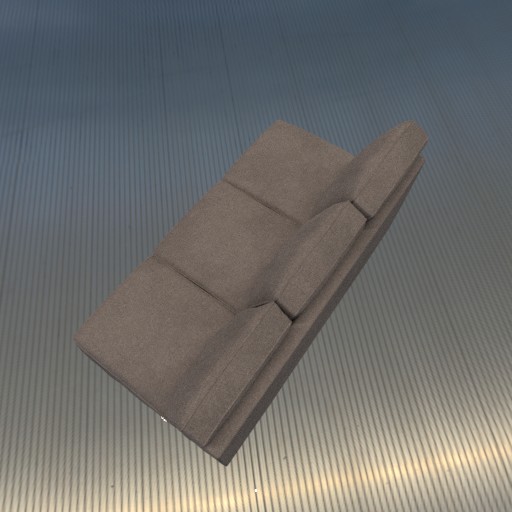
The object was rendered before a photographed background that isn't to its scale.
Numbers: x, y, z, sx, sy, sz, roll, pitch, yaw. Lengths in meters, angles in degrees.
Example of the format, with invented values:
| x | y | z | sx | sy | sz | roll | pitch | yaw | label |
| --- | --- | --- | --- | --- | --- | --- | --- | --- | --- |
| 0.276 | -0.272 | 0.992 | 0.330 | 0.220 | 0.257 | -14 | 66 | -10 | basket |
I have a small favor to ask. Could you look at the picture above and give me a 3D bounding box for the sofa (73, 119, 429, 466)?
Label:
| x | y | z | sx | sy | sz | roll | pitch | yaw | label |
| --- | --- | --- | --- | --- | --- | --- | --- | --- | --- |
| 0.000 | 0.000 | 2.539 | 1.027 | 0.973 | 1.962 | 32 | 67 | 16 | sofa |
